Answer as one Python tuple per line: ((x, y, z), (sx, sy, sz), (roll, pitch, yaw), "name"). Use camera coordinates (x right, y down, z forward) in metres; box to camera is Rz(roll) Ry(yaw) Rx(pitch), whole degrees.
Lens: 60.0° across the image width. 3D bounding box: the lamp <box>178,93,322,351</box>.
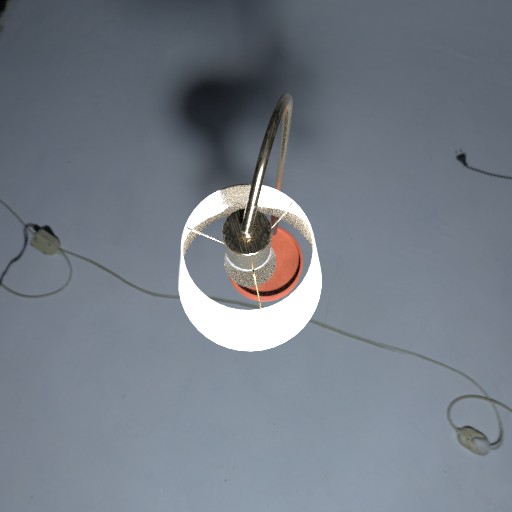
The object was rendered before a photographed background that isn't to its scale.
((0.000, 0.000, 0.648), (0.211, 0.536, 0.273), (16, 75, 4), "lamp")
